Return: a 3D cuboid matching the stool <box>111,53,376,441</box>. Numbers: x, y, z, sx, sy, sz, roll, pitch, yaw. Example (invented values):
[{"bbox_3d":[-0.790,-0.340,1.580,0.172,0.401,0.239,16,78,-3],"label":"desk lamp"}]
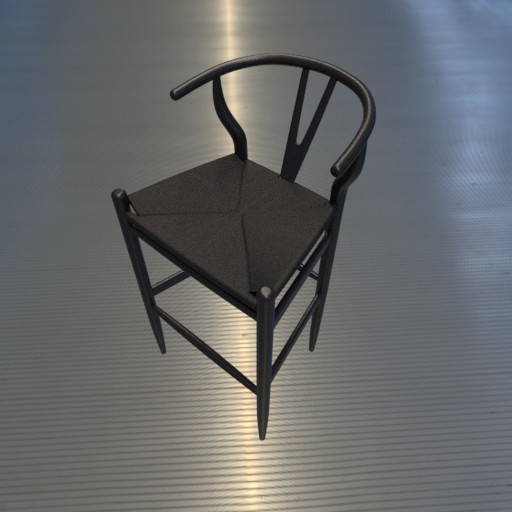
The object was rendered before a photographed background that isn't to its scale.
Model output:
[{"bbox_3d":[0.000,0.000,1.431,0.569,1.072,0.579,32,55,27],"label":"stool"}]
